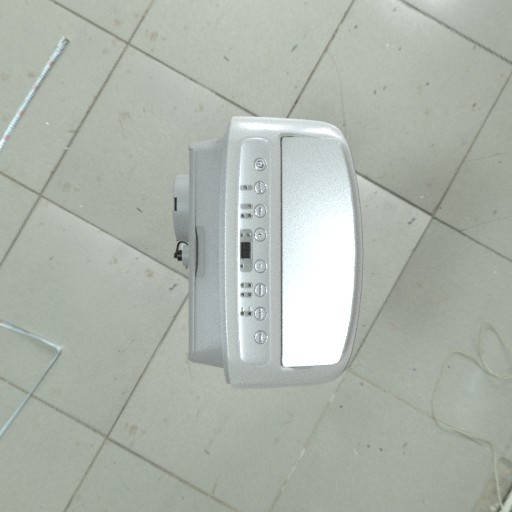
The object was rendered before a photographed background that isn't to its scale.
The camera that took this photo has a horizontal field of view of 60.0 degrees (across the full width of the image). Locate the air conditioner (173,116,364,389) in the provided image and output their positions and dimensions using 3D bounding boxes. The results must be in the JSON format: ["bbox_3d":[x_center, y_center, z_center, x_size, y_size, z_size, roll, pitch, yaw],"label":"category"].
[{"bbox_3d":[0.000,0.000,1.045,0.414,0.786,0.449,0,89,-1],"label":"air conditioner"}]
